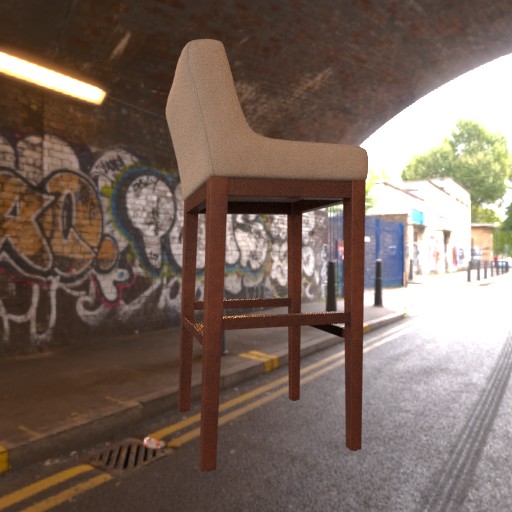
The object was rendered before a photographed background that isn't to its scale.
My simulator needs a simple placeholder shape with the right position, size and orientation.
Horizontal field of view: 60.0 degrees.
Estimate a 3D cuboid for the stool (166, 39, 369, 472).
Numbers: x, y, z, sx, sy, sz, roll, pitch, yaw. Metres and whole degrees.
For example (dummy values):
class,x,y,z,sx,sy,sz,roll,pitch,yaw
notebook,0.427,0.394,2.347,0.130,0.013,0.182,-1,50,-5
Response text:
class,x,y,z,sx,sy,sz,roll,pitch,yaw
stool,0.000,0.000,1.331,0.500,1.037,0.511,0,0,-17
